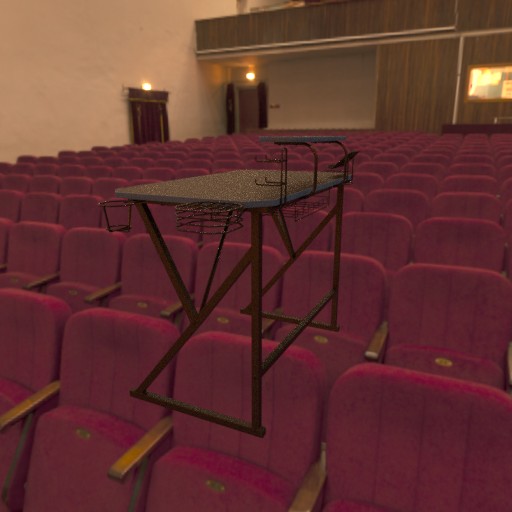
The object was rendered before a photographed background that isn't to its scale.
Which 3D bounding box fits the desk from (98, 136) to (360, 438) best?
[{"bbox_3d":[0.000,0.000,1.745,0.594,0.909,1.295,7,17,25],"label":"desk"}]
